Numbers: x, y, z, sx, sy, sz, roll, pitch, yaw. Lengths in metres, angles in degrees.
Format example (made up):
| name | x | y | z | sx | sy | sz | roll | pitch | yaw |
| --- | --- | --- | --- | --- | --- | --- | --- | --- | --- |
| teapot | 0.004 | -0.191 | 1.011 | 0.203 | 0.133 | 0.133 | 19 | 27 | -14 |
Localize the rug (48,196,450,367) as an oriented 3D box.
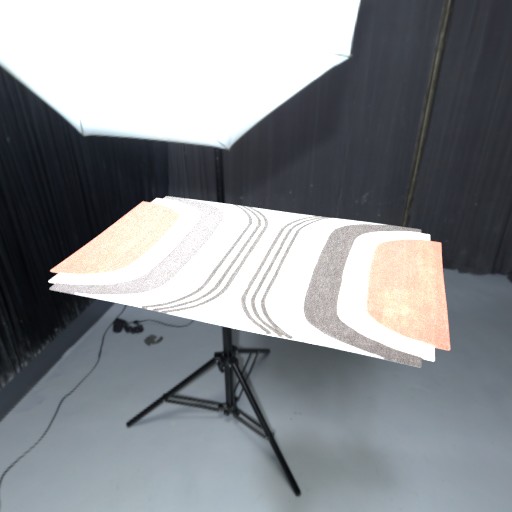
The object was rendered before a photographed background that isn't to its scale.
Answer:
| name | x | y | z | sx | sy | sz | roll | pitch | yaw |
| --- | --- | --- | --- | --- | --- | --- | --- | --- | --- |
| rug | 0.000 | 0.000 | 3.050 | 2.446 | 0.017 | 1.530 | 9 | 32 | 15 |
